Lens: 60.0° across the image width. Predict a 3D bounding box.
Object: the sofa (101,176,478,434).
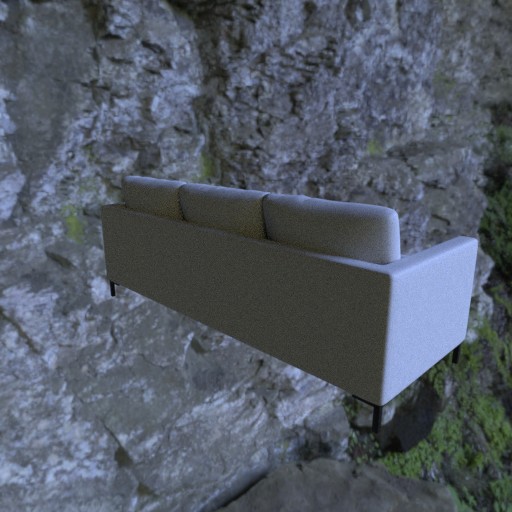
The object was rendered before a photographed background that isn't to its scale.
[{"bbox_3d":[0.000,0.000,2.651,0.859,0.874,2.218,-15,21,-43],"label":"sofa"}]
